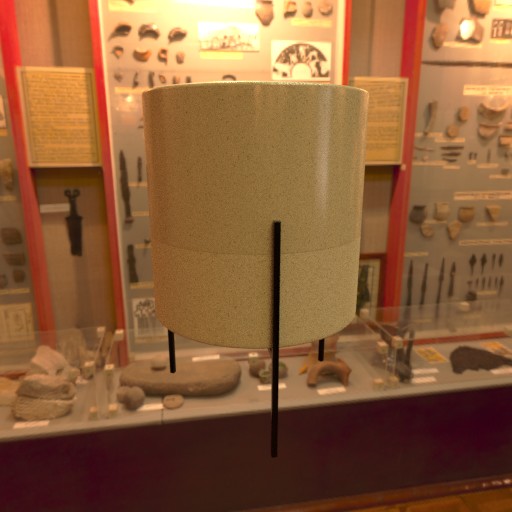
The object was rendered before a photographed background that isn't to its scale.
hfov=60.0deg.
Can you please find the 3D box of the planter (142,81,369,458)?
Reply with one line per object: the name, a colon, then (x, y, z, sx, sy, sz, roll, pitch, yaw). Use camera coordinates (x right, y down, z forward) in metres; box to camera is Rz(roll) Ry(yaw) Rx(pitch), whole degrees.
planter: (0.000, 0.000, 0.687, 0.314, 0.475, 0.323, -2, 15, -9)
